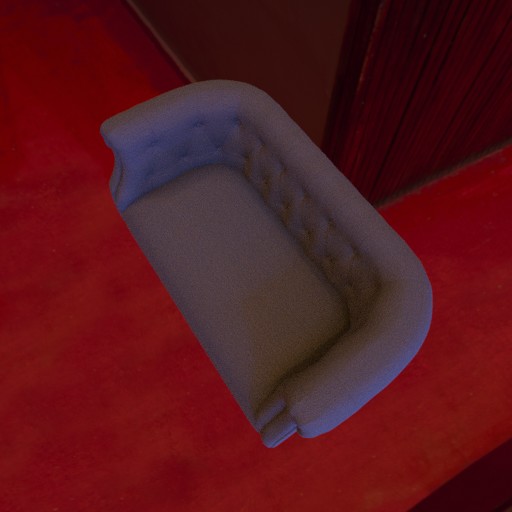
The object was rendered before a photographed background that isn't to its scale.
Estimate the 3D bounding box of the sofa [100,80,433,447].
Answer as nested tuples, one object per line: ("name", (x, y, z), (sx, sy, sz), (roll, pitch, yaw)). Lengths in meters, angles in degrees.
("sofa", (0.000, 0.000, 2.050), (0.835, 0.827, 1.558), (-31, 68, -14))
